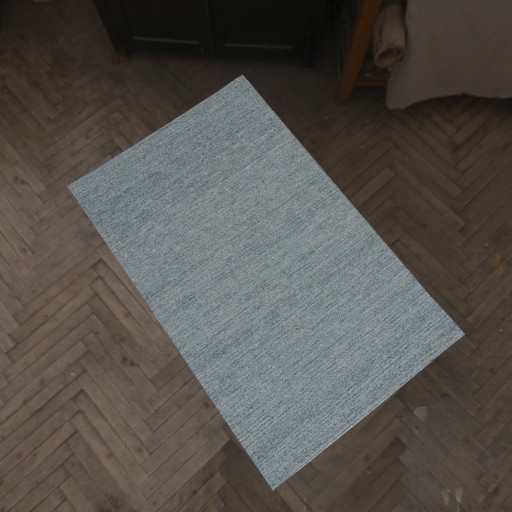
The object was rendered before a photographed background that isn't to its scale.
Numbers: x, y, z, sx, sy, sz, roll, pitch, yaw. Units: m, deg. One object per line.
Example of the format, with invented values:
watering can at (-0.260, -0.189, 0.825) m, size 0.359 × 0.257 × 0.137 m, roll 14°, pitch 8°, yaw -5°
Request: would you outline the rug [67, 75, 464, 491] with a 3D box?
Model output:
rug at (0.000, 0.000, 2.268) m, size 1.174 × 0.022 × 1.853 m, roll -35°, pitch 77°, yaw -9°
